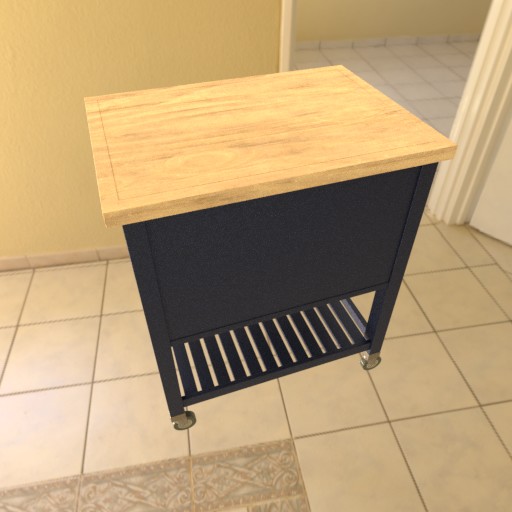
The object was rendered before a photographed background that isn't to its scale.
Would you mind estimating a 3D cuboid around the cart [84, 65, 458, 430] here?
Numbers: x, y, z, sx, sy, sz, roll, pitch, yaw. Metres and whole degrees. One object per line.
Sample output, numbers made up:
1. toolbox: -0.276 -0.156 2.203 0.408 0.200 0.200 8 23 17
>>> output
1. cart: 0.000 0.000 1.418 0.797 0.920 0.567 -13 43 -14
